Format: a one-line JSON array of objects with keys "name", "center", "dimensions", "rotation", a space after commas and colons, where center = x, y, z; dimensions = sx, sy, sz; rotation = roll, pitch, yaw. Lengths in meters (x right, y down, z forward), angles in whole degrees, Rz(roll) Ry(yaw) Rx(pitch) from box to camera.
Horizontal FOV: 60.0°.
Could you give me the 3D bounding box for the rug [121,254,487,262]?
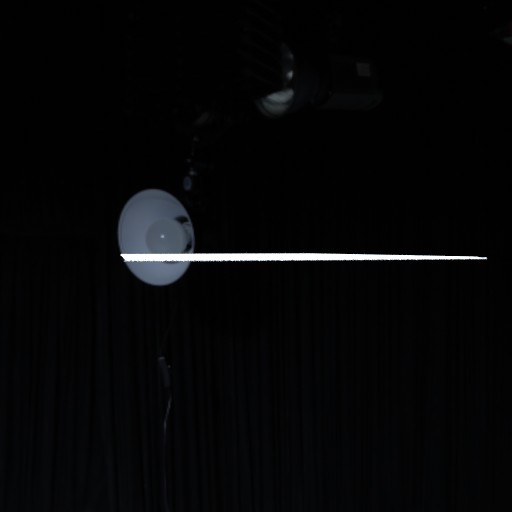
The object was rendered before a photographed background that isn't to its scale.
[{"name": "rug", "center": [0.000, 0.000, 3.981], "dimensions": [2.312, 0.013, 2.940], "rotation": [0, 1, -17]}]
